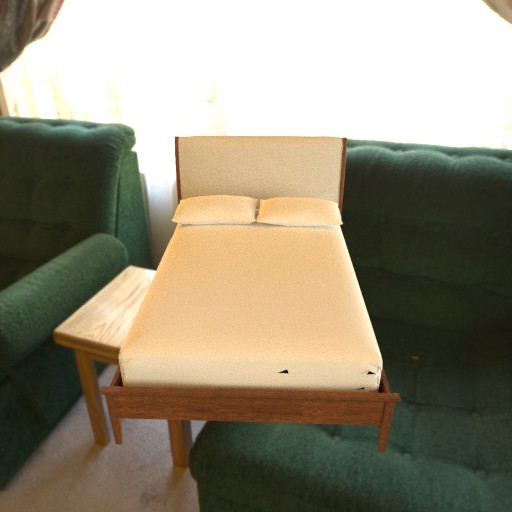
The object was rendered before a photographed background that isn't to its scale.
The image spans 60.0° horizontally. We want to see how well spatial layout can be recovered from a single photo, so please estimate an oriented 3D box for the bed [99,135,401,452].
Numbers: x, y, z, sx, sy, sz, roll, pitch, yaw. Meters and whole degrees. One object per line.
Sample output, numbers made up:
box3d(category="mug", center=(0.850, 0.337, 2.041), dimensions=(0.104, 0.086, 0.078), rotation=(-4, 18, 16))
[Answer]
box3d(category="bed", center=(0.000, 0.000, 3.314), dimensions=(1.612, 1.250, 2.380), rotation=(1, 28, 2))
